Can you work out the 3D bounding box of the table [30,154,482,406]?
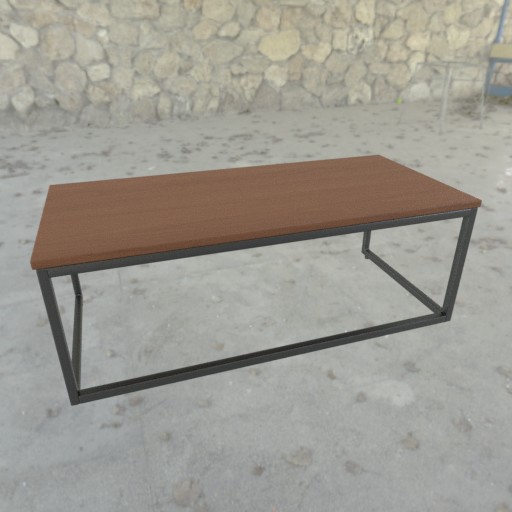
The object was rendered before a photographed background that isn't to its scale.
[{"bbox_3d":[0.000,0.000,1.324,1.100,0.400,0.500,-9,29,-16],"label":"table"}]
